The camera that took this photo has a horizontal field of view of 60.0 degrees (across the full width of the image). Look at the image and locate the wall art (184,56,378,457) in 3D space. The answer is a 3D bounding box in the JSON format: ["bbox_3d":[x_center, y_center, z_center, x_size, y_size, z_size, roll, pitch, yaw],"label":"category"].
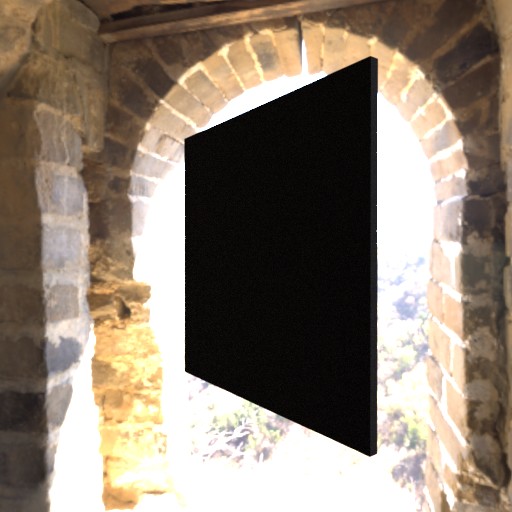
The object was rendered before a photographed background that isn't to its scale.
[{"bbox_3d":[0.000,0.000,0.692,0.013,0.458,0.456,0,0,-37],"label":"wall art"}]
